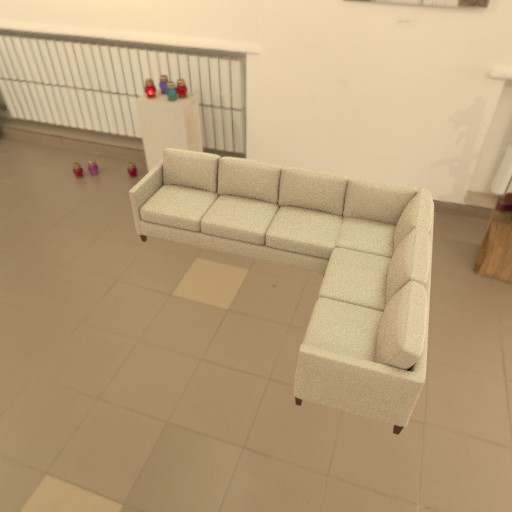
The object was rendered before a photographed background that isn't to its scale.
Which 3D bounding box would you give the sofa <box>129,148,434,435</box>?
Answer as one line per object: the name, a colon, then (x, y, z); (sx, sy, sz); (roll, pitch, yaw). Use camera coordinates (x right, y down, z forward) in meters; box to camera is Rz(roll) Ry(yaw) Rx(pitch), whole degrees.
sofa: (0.000, 0.000, 4.531); (3.333, 0.934, 2.522); (12, 41, 14)
